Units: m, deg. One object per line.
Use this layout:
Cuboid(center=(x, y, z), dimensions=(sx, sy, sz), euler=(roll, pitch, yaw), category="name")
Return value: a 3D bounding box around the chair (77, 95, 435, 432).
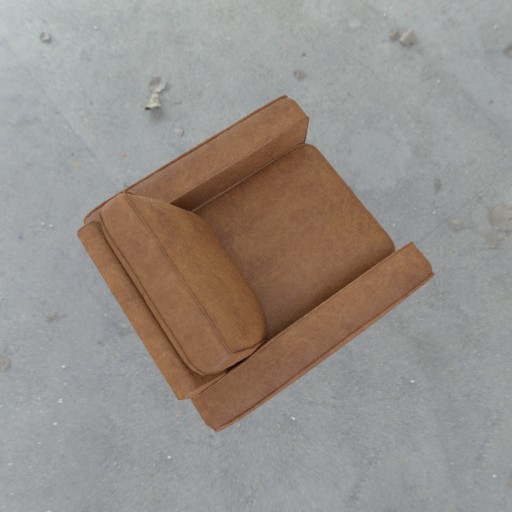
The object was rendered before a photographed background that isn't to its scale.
Cuboid(center=(0.000, 0.000, 1.780), dimensions=(1.027, 0.901, 0.987), euler=(-37, 77, -10), category="chair")
